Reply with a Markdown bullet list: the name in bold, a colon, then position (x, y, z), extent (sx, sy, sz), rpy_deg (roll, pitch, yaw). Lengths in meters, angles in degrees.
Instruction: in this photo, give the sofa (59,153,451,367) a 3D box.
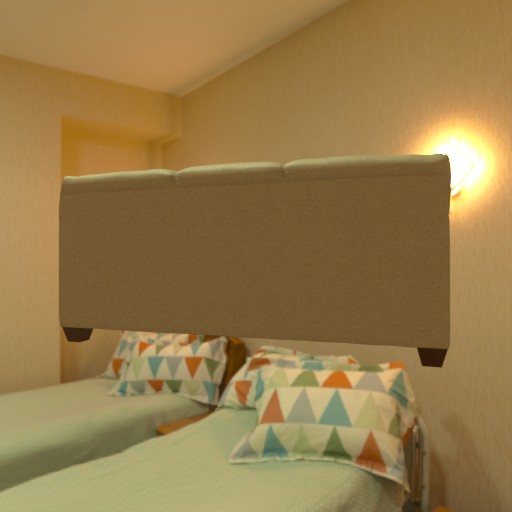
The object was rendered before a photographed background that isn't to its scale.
- **sofa**: position (0.000, 0.000, 2.608), extent (2.024, 0.958, 0.997), rpy_deg (0, 0, 18)
